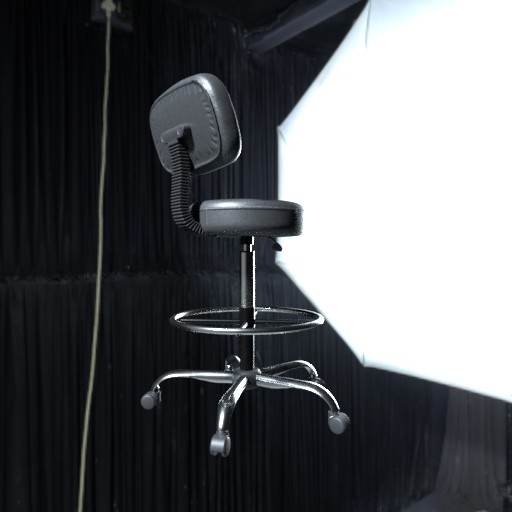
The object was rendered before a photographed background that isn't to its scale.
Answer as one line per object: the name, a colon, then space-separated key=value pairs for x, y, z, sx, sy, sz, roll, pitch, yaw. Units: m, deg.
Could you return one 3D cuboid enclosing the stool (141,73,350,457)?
stool: x=0.000 y=0.000 z=1.549 sx=0.658 sy=1.069 sz=0.694 roll=0 pitch=1 yaw=-37
